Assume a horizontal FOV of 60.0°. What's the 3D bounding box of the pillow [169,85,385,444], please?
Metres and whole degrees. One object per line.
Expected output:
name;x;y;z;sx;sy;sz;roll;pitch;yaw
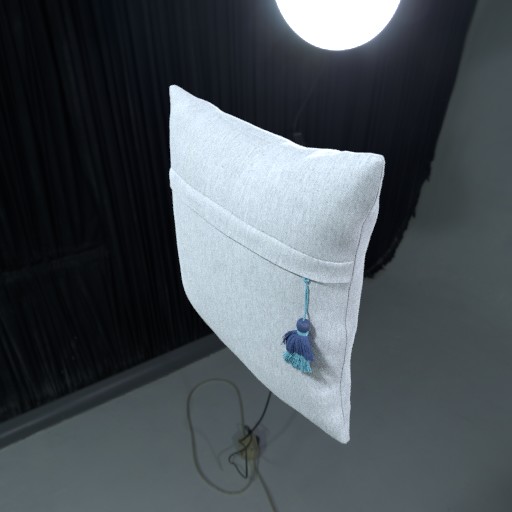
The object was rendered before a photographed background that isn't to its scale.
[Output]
pillow;0.000;0.000;0.679;0.173;0.436;0.433;-21;37;-30
